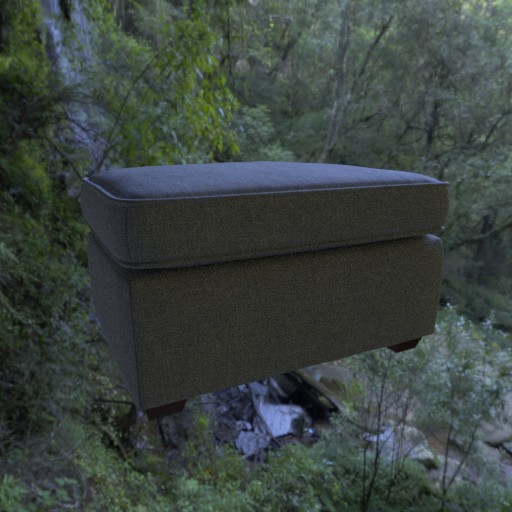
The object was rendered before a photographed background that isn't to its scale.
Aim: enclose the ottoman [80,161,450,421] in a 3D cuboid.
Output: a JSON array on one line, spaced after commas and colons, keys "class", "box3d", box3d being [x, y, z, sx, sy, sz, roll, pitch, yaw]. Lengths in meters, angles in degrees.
[{"class": "ottoman", "box3d": [0.000, 0.000, 1.109, 0.762, 0.457, 0.559, -7, 16, -26]}]
